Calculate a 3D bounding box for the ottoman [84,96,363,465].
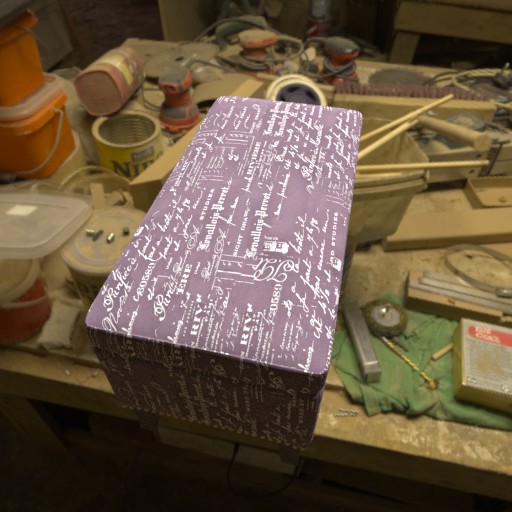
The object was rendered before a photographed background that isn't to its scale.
[{"bbox_3d":[0.000,0.000,1.087,0.406,0.457,0.813,10,48,9],"label":"ottoman"}]
